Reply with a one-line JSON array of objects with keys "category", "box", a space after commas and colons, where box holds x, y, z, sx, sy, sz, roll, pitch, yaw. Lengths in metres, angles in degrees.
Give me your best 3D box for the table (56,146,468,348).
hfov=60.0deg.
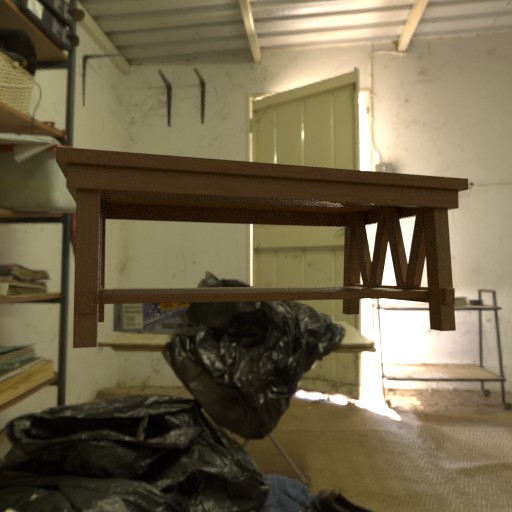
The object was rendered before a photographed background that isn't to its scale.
[{"category": "table", "box": [0.000, 0.000, 1.628, 1.270, 0.507, 0.711, 1, -2, -17]}]
